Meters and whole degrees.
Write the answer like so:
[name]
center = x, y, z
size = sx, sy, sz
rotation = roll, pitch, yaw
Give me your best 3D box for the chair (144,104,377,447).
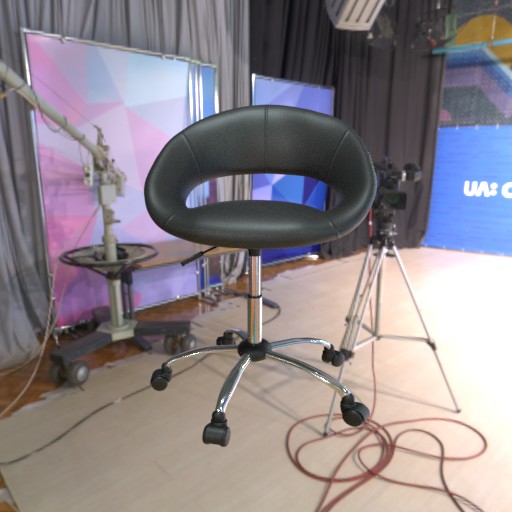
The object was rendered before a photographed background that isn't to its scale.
[chair]
center = 0.000, 0.000, 1.167
size = 0.612, 0.791, 0.538
rotation = 2, 15, 8
